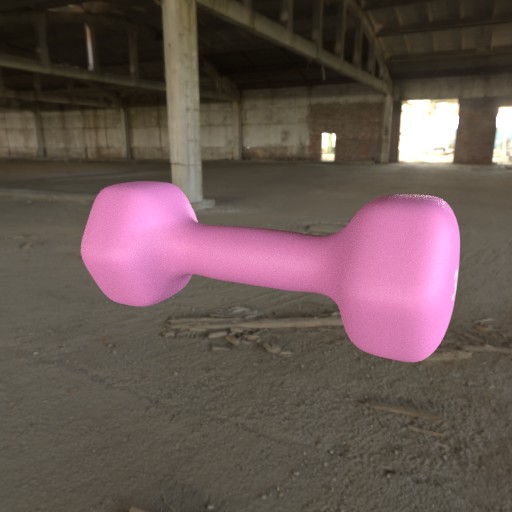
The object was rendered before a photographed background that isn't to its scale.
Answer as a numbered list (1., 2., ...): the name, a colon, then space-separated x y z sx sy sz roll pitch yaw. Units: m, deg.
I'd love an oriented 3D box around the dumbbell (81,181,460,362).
1. dumbbell: 0.000 0.000 0.191 0.159 0.058 0.064 7 16 26
